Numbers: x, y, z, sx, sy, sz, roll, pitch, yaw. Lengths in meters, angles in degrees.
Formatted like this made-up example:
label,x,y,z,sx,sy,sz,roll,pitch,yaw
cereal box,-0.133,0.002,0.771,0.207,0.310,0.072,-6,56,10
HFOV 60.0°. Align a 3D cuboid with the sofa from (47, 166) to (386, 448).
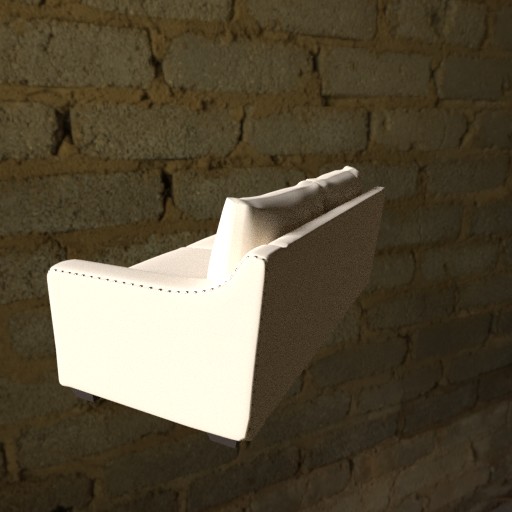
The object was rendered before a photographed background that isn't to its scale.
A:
label,x,y,z,sx,sy,sz,roll,pitch,yaw
sofa,0.000,0.000,2.281,0.949,0.830,1.812,7,17,25
